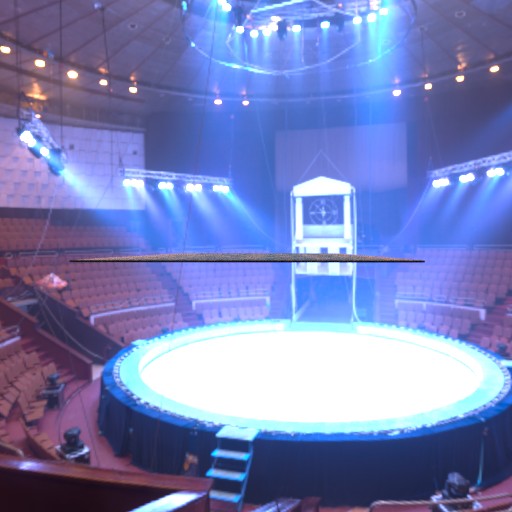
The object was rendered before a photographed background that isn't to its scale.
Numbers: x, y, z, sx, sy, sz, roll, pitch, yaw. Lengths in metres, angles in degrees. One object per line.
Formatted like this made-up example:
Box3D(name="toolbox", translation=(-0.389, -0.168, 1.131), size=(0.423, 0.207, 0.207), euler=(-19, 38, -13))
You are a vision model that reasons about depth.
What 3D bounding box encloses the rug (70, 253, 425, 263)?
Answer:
Box3D(name="rug", translation=(0.000, 0.000, 2.245), size=(1.102, 0.008, 1.795), euler=(0, 1, 2))
